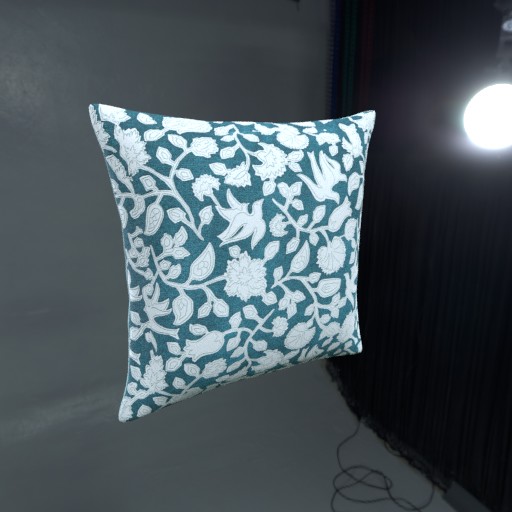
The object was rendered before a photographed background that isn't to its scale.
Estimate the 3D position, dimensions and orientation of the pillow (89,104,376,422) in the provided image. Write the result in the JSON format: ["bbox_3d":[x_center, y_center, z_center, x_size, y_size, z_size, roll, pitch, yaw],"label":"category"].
[{"bbox_3d":[0.000,0.000,0.797,0.525,0.508,0.166,-8,18,-27],"label":"pillow"}]
